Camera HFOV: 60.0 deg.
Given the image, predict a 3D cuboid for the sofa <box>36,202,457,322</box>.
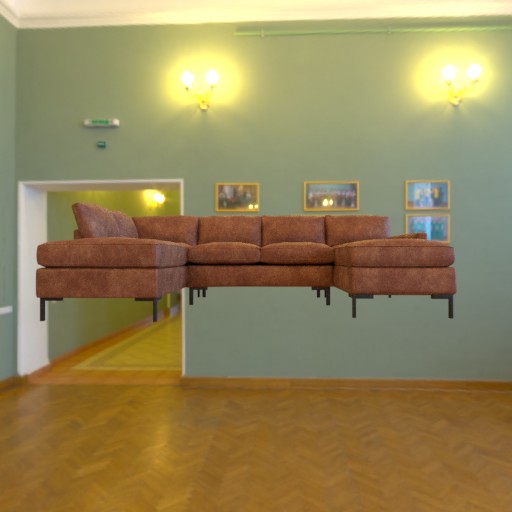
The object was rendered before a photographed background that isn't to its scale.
[{"bbox_3d":[0.000,0.000,3.920,2.956,0.900,1.939,0,0,2],"label":"sofa"}]
